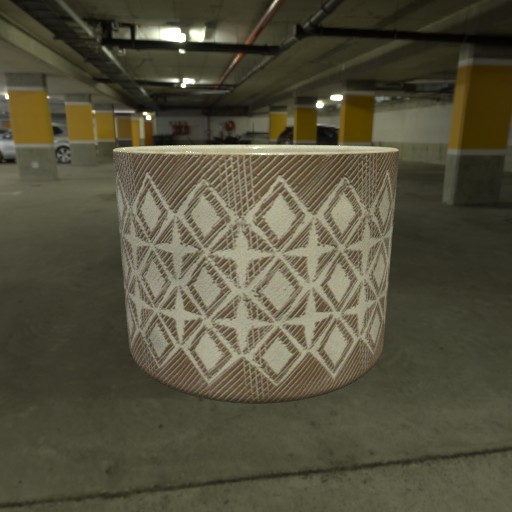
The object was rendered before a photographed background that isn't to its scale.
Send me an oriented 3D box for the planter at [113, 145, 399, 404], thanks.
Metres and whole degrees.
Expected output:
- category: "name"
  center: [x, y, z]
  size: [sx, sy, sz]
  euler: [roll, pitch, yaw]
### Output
- category: "planter"
  center: [0.000, 0.000, 0.219]
  size: [0.126, 0.104, 0.126]
  euler: [0, 15, 0]
